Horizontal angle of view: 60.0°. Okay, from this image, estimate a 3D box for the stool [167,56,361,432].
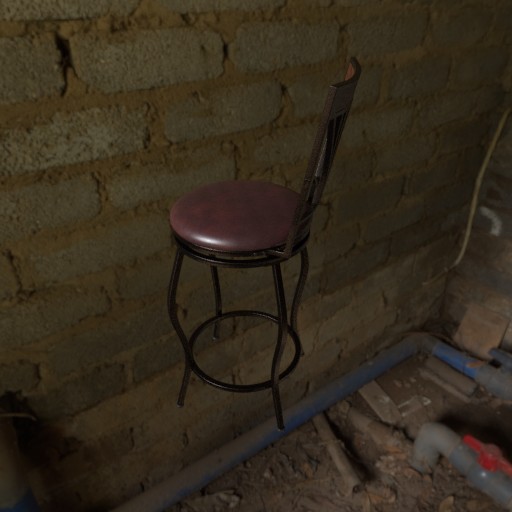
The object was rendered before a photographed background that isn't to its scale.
[{"bbox_3d":[0.000,0.000,1.396,0.514,1.117,0.433,8,32,13],"label":"stool"}]
